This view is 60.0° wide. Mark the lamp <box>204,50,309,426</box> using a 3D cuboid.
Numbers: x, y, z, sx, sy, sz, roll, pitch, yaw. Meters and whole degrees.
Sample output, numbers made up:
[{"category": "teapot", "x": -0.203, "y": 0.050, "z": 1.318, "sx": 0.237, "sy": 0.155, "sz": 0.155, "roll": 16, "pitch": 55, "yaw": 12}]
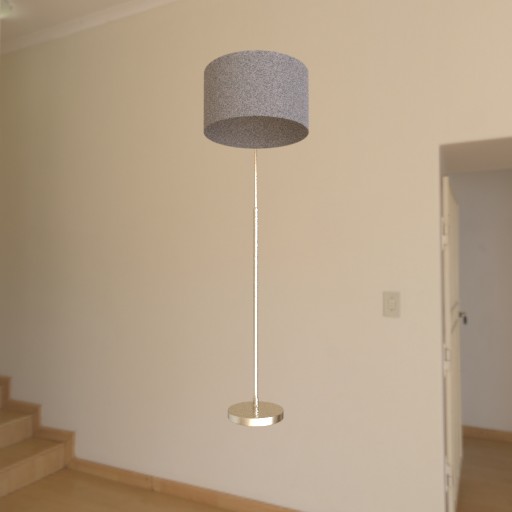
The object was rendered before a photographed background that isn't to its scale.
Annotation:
[{"category": "lamp", "x": 0.000, "y": 0.000, "z": 2.139, "sx": 0.452, "sy": 1.735, "sz": 0.934, "roll": 0, "pitch": -2, "yaw": 0}]
